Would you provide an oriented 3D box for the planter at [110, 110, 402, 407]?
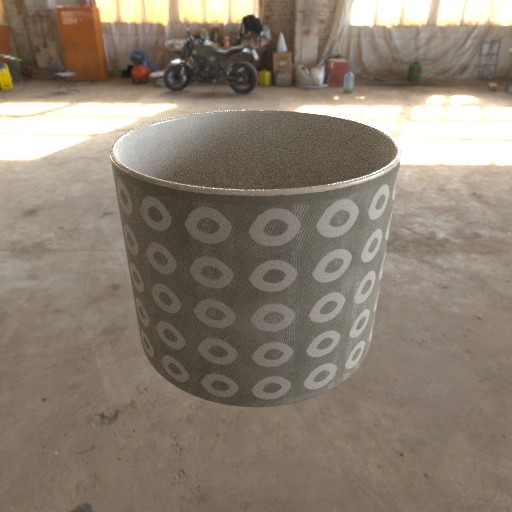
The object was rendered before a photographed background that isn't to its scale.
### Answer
[{"bbox_3d":[0.000,0.000,0.453,0.250,0.239,0.250,0,30,0],"label":"planter"}]
